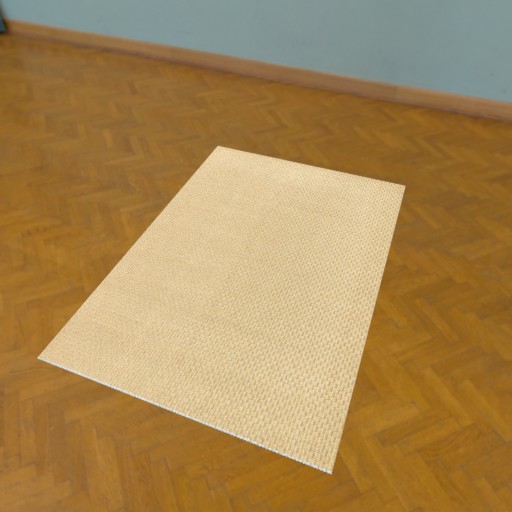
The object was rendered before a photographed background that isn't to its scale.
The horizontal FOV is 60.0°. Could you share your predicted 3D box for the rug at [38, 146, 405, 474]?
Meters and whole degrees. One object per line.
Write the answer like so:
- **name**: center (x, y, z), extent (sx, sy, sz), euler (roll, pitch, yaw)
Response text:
- **rug**: center (0.000, 0.000, 2.731), extent (1.509, 0.013, 2.144), euler (15, 47, 15)
